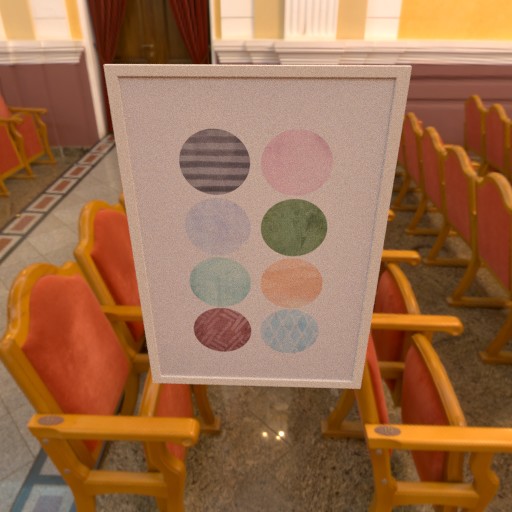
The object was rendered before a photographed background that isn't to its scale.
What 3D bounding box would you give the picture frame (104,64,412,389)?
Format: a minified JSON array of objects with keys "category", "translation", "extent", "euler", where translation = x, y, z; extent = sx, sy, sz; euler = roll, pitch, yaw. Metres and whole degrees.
[{"category":"picture frame","translation":[0.000,0.000,1.182],"extent":[0.659,0.940,0.013],"euler":[1,29,2]}]
